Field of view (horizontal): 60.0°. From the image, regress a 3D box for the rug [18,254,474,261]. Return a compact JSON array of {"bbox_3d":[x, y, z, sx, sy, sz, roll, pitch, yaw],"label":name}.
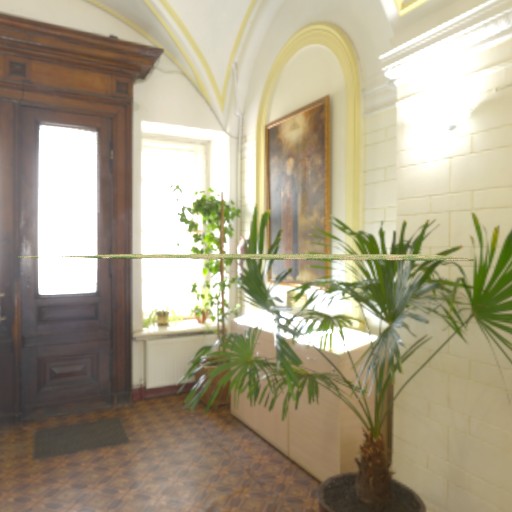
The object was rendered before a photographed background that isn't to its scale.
[{"bbox_3d":[0.000,0.000,2.275,1.826,0.006,1.220,0,1,16],"label":"rug"}]
